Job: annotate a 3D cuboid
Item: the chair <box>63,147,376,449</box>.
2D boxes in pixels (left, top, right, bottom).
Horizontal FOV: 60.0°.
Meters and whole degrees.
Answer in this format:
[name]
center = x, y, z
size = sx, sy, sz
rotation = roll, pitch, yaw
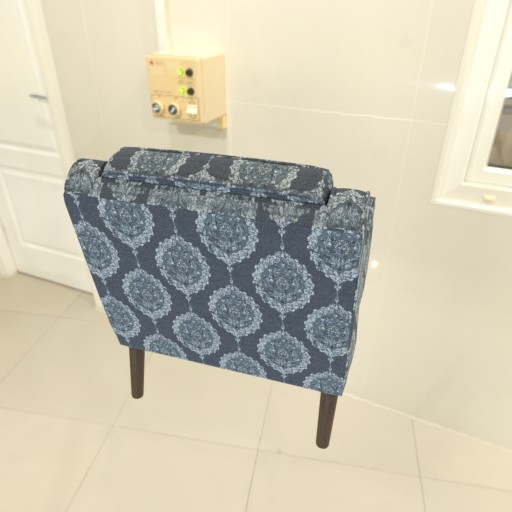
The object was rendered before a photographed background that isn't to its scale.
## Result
[chair]
center = 0.000, 0.000, 1.342
size = 0.663, 0.792, 0.743
rotation = 9, 32, 15
